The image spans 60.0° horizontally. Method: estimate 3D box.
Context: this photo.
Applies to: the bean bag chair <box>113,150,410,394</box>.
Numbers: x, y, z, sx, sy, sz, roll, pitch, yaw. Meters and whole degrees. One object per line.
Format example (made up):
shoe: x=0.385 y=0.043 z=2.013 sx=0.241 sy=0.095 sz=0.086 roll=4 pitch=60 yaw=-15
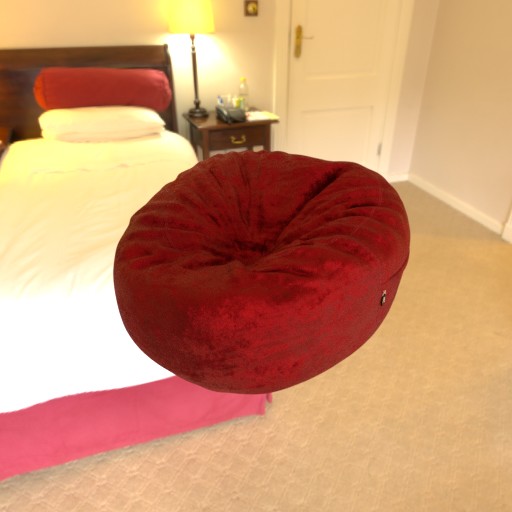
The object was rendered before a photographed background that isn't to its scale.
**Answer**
bean bag chair: x=0.000 y=0.000 z=2.476 sx=1.524 sy=0.878 sz=1.524 roll=18 pitch=35 yaw=28
